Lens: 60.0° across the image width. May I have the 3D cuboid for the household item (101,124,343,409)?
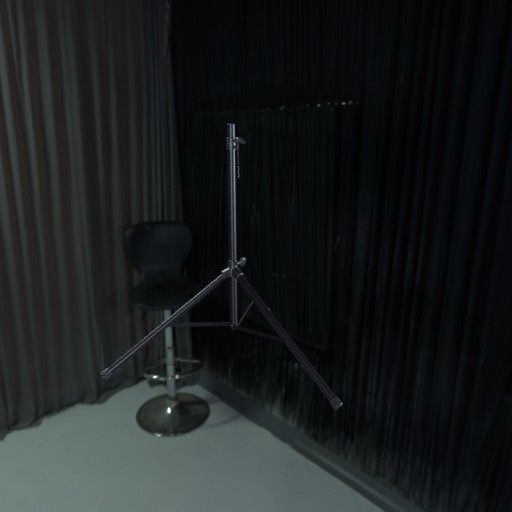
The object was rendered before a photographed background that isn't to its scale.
[{"bbox_3d":[0.000,0.000,2.775,1.596,1.595,1.339,-14,21,-43],"label":"household item"}]
